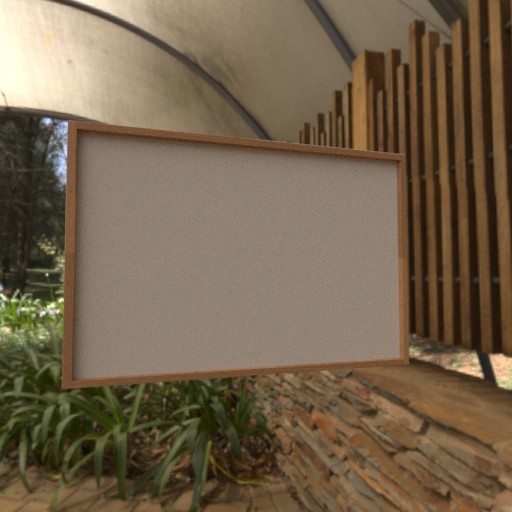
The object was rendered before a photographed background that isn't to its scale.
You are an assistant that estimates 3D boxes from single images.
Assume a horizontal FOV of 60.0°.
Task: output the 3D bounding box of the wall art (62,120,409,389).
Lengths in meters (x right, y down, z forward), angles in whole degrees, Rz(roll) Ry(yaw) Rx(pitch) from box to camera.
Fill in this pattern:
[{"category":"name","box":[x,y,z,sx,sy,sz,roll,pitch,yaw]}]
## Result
[{"category":"wall art","box":[0.000,0.000,1.151,0.914,0.607,0.023,1,-3,-18]}]
